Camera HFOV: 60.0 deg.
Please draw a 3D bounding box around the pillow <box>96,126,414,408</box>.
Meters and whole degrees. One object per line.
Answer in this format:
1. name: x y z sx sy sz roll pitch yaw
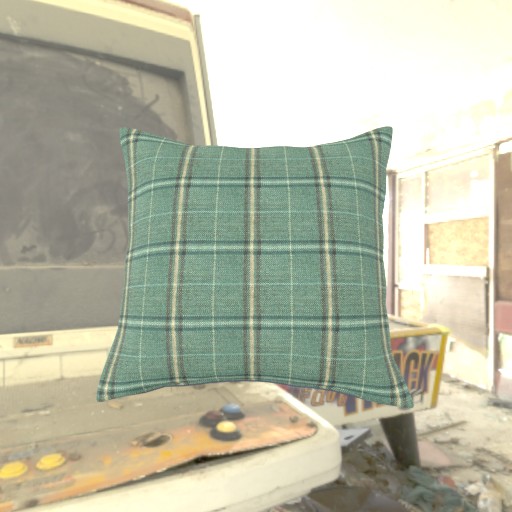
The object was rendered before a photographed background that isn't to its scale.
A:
1. pillow: 0.000 0.000 0.679 0.453 0.430 0.200 0 0 0
